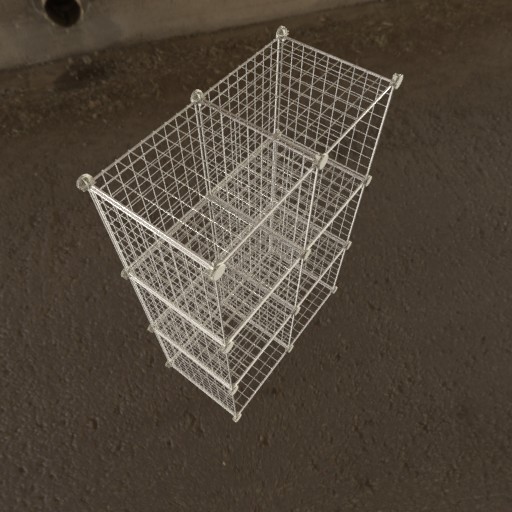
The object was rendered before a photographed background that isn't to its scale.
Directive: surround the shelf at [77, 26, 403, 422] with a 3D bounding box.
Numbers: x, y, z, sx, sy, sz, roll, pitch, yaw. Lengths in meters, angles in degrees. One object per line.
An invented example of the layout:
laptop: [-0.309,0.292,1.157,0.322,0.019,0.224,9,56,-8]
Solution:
shelf: [0.000,0.000,1.412,0.356,1.067,0.711,32,62,20]
